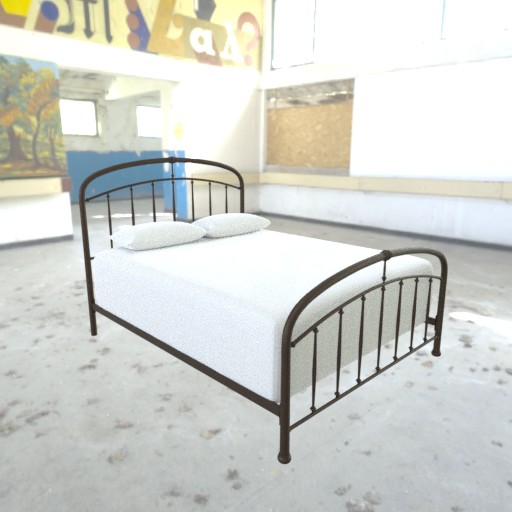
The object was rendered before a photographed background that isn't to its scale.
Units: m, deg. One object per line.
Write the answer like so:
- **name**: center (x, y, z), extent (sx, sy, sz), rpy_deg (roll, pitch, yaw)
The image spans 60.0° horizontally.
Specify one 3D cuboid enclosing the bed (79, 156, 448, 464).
- **bed**: center (0.000, 0.000, 3.285), extent (1.711, 1.425, 2.180), rpy_deg (-13, 18, -42)
